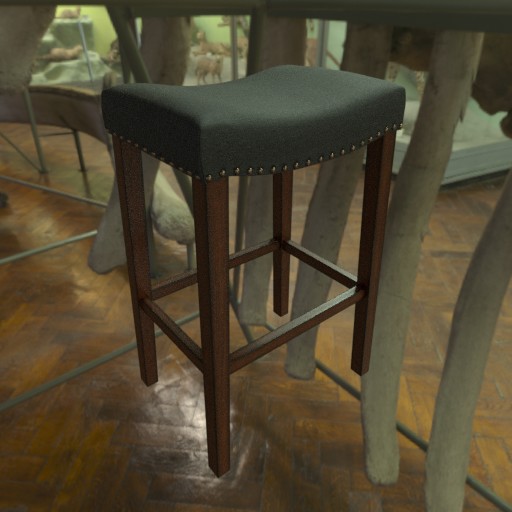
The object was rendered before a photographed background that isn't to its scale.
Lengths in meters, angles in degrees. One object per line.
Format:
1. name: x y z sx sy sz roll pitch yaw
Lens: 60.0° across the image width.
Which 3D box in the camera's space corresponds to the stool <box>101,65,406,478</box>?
1. stool: 0.000 0.000 1.014 0.502 0.760 0.366 -22 37 -33
